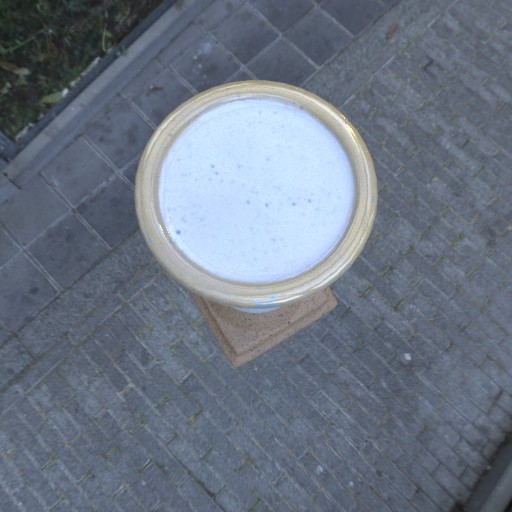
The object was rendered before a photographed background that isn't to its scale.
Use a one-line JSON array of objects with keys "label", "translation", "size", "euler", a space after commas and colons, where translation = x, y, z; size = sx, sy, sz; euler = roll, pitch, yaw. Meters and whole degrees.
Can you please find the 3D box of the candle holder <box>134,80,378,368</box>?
[{"label": "candle holder", "translation": [0.000, 0.000, 0.298], "size": [0.110, 0.239, 0.110], "euler": [-30, 78, -7]}]
